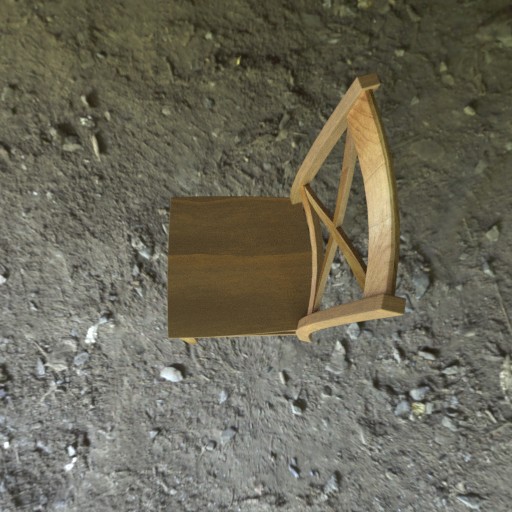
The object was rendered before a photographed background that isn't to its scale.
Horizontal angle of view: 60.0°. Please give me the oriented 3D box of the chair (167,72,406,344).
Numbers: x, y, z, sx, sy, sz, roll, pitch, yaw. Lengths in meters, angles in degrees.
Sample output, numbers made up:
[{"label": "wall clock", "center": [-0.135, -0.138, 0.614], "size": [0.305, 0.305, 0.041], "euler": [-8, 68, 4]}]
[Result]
[{"label": "chair", "center": [0.000, 0.000, 1.296], "size": [0.542, 0.983, 0.485], "euler": [-2, 75, 0]}]
